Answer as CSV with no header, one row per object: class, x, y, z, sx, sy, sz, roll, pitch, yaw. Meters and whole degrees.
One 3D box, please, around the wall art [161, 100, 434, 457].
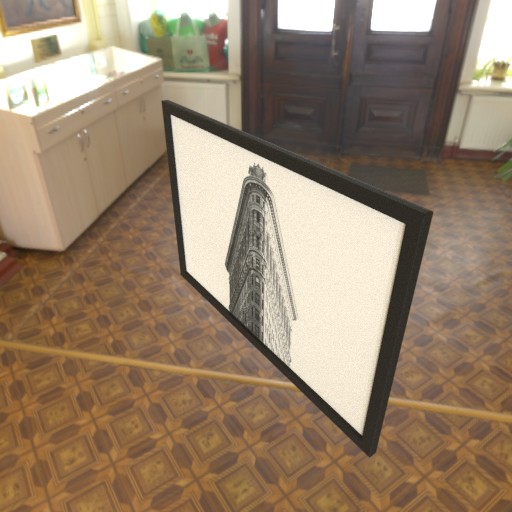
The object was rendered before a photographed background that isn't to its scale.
wall art,0.000,0.000,1.234,0.049,0.659,0.964,-20,38,-29
